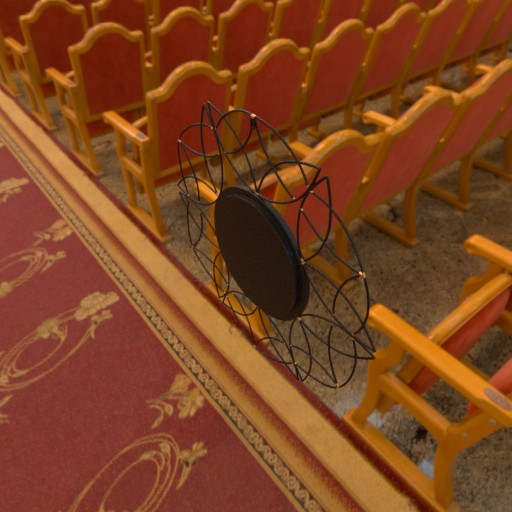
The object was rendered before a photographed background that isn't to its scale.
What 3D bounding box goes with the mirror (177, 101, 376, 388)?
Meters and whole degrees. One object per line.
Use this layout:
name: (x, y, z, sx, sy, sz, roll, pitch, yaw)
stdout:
mirror: (0.000, 0.000, 1.151, 0.028, 0.775, 0.797, -28, 49, -27)
